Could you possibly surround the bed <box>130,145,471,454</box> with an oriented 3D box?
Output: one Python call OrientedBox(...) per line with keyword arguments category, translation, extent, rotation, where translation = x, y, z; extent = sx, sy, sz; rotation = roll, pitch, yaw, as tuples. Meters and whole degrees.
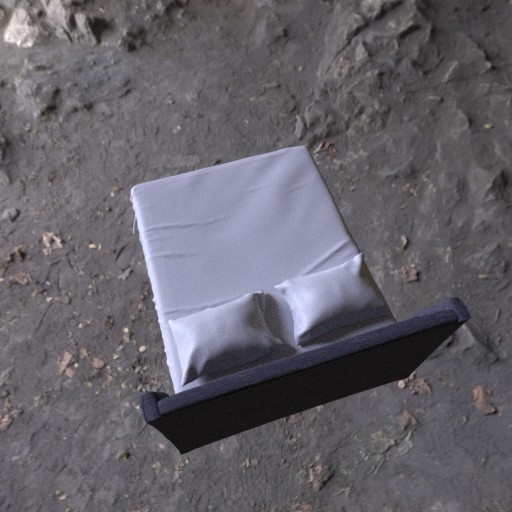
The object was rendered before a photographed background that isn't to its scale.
OrientedBox(category="bed", translation=(0.000, 0.000, 3.491), extent=(1.925, 1.332, 2.276), rotation=(-15, 61, -9))
